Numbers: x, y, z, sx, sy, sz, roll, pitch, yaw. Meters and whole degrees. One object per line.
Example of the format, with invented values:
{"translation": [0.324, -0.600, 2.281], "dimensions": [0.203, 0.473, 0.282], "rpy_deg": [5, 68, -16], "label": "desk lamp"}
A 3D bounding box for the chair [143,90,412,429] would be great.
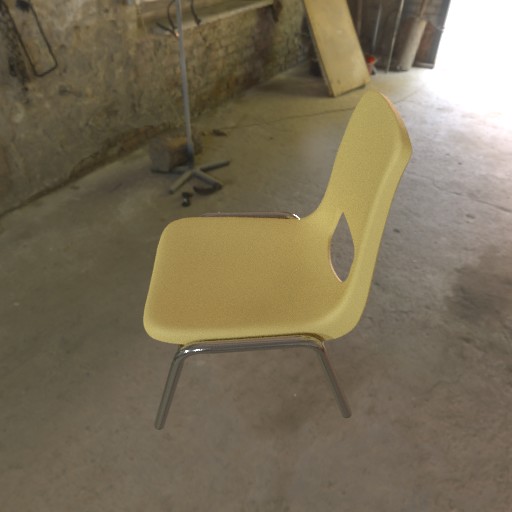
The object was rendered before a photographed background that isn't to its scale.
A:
{"translation": [0.000, 0.000, 0.776], "dimensions": [0.385, 0.536, 0.354], "rpy_deg": [-1, 41, -1], "label": "chair"}
